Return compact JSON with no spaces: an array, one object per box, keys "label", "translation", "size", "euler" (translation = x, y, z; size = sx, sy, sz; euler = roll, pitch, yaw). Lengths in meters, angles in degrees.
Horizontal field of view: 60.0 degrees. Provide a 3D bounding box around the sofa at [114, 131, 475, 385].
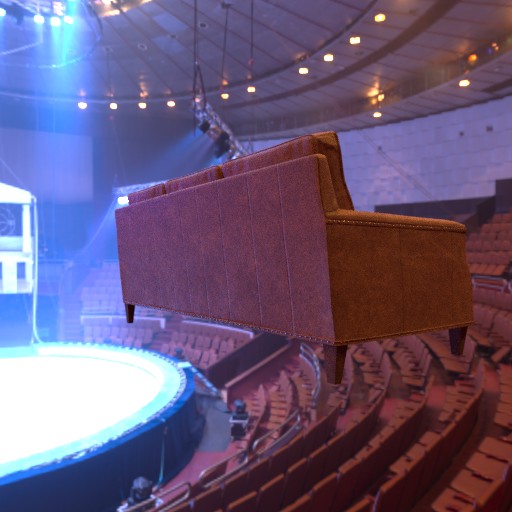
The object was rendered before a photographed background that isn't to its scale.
[{"label":"sofa","translation":[0.000,0.000,2.784],"size":[1.084,1.003,2.246],"euler":[1,-1,-37]}]
